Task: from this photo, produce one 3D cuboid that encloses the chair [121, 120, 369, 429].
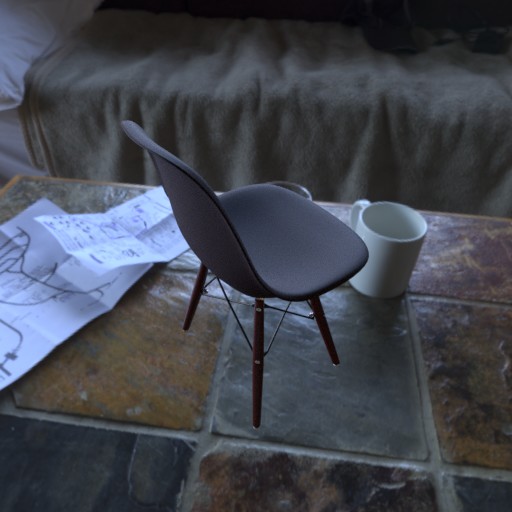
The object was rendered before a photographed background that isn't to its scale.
[{"bbox_3d":[0.000,0.000,1.160,0.533,0.826,0.470,-27,48,-27],"label":"chair"}]
